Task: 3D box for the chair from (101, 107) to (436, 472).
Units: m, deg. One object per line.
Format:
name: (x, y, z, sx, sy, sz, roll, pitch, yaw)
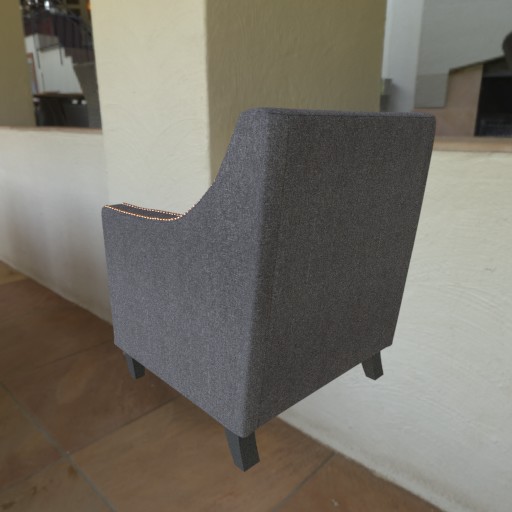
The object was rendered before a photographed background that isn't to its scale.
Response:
chair: (0.000, 0.000, 1.571, 0.776, 0.967, 0.884, -15, 22, -41)
